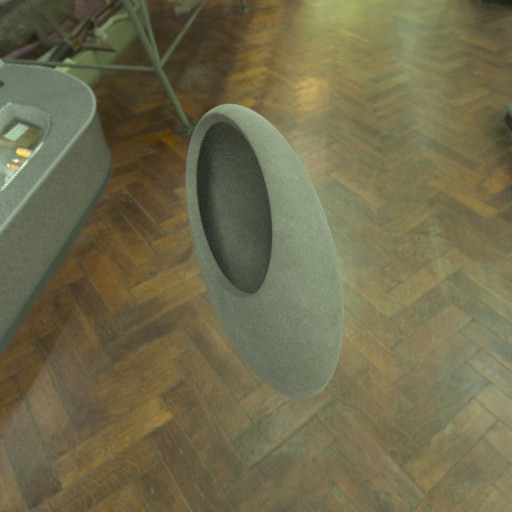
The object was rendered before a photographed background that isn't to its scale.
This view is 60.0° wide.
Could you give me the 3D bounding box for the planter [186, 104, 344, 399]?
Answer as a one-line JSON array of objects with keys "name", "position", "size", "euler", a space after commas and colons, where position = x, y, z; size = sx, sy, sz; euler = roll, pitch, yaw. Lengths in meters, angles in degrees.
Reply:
[{"name": "planter", "position": [0.000, 0.000, 0.288], "size": [0.071, 0.188, 0.185], "euler": [-16, 48, -15]}]
